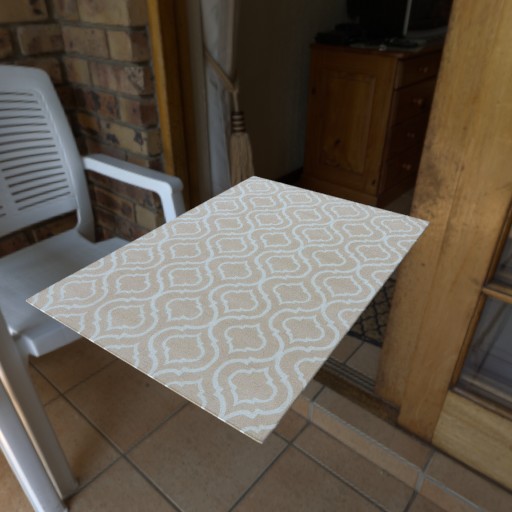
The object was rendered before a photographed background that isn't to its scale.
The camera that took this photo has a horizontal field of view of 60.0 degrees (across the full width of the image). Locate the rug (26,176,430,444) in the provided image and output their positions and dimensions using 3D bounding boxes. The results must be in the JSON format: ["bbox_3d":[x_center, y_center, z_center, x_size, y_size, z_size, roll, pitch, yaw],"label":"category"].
[{"bbox_3d":[0.000,0.000,2.743,1.524,0.010,2.134,20,37,29],"label":"rug"}]
